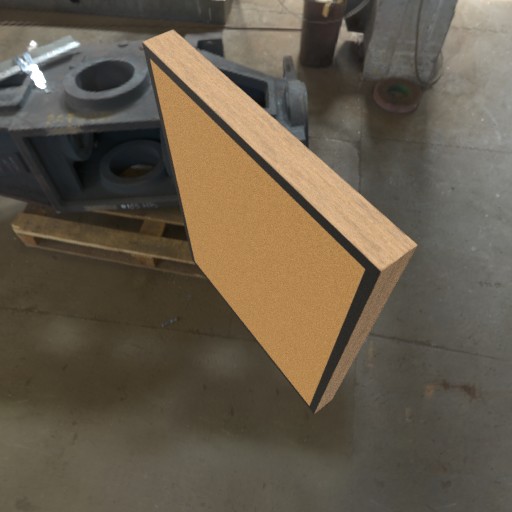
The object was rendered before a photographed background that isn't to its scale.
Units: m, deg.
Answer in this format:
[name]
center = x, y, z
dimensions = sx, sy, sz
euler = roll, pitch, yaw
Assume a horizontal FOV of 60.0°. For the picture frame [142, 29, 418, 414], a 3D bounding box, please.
[picture frame]
center = 0.000, 0.000, 0.701
dimensions = 0.046, 0.526, 0.421
euler = -32, 63, -19
